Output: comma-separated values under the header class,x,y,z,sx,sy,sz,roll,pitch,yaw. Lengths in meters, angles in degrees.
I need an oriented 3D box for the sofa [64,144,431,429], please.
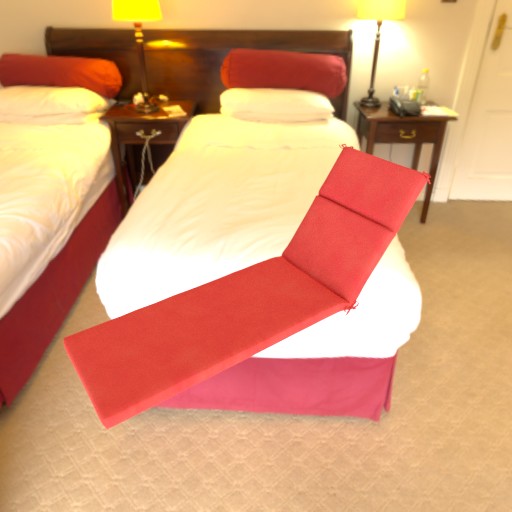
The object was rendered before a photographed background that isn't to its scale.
class,x,y,z,sx,sy,sz,roll,pitch,yaw
sofa,0.000,0.000,1.985,1.663,0.622,0.582,-21,37,-30
